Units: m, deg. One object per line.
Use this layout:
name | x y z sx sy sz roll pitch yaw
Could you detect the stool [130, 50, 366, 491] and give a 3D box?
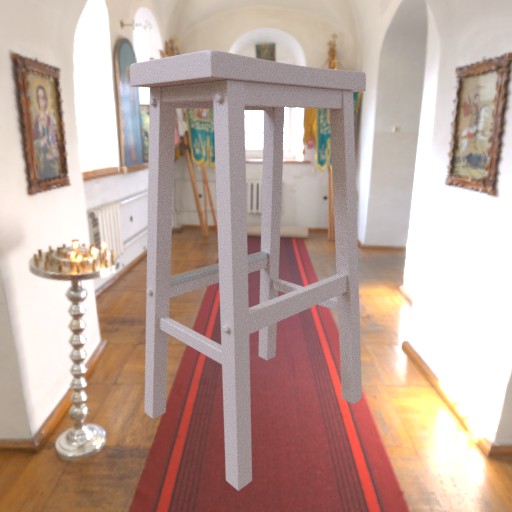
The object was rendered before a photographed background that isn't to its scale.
stool | 0.000 0.000 0.945 0.406 0.742 0.322 -16 23 -42
